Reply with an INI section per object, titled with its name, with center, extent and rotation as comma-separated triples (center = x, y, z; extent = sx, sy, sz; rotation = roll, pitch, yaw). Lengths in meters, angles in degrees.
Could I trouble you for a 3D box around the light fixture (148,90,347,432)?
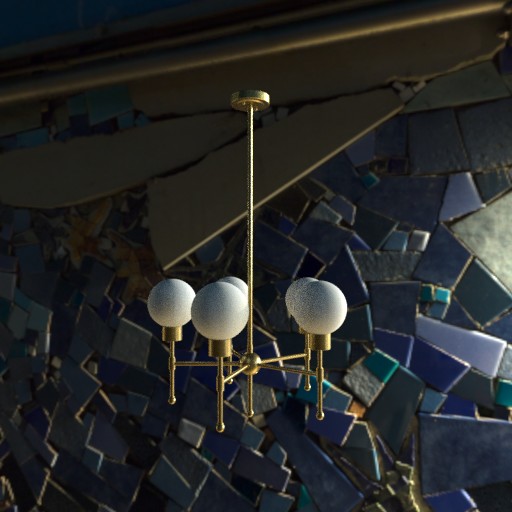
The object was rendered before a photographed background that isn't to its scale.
[light fixture]
center = 0.000, 0.000, 1.829
extent = 0.785, 1.331, 0.815
rotation = -1, -1, 36
